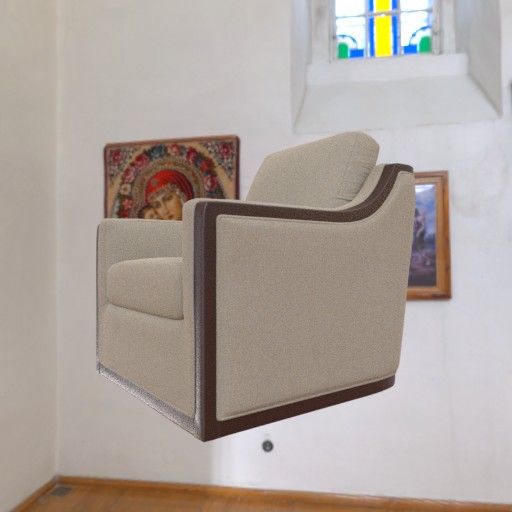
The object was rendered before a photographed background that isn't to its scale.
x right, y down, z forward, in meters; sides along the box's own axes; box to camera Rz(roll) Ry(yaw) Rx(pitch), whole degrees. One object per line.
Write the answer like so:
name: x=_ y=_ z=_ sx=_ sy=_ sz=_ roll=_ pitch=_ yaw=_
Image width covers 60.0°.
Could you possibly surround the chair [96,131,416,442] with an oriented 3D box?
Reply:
chair: x=0.000 y=0.000 z=1.669 sx=0.950 sy=0.930 sz=0.870 roll=0 pitch=0 yaw=-37
